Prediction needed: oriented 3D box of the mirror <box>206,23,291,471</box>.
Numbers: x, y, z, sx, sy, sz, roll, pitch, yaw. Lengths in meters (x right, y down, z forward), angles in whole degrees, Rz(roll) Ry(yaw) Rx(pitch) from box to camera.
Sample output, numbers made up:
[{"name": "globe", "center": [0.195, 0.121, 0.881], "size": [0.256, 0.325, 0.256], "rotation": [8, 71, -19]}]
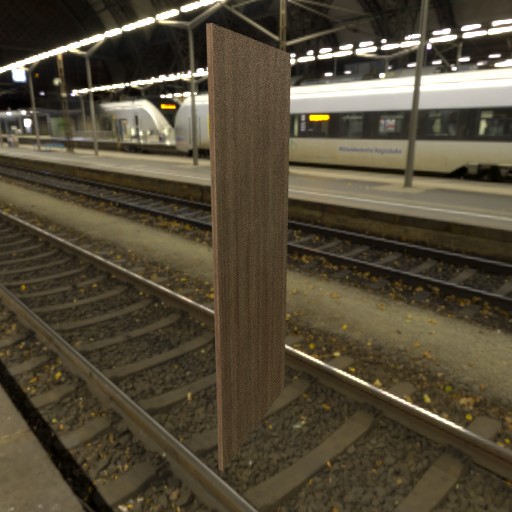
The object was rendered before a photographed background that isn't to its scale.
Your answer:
[{"name": "mirror", "center": [0.000, 0.000, 2.300], "size": [0.025, 2.032, 0.812], "rotation": [8, 18, 25]}]
